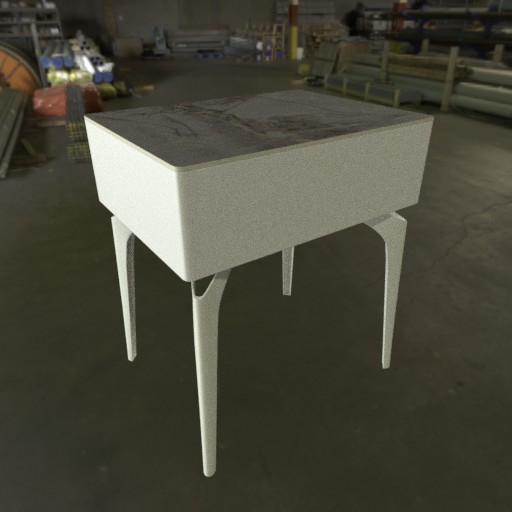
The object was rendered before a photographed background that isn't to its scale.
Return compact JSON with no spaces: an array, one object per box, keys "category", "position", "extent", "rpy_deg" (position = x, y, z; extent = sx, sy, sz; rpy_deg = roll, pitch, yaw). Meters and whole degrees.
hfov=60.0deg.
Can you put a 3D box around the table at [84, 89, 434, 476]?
[{"category":"table","position":[0.000,0.000,0.922],"extent":[0.500,0.570,0.400],"rpy_deg":[-19,34,-30]}]
